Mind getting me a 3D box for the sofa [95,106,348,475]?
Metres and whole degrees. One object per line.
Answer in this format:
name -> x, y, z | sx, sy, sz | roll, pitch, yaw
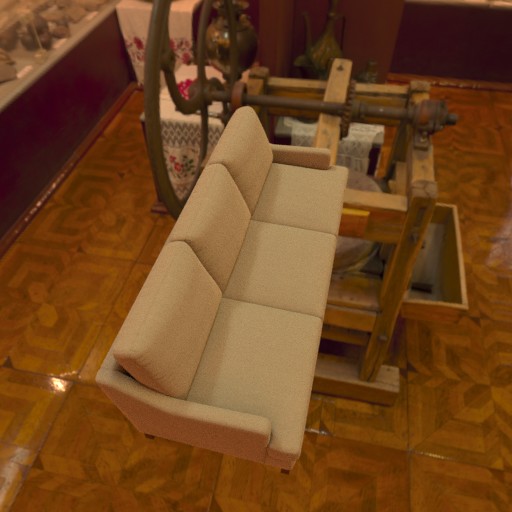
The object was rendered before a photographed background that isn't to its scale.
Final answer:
sofa -> 0.000, 0.000, 2.903 | 1.000, 0.913, 2.321 | 10, 49, 9
